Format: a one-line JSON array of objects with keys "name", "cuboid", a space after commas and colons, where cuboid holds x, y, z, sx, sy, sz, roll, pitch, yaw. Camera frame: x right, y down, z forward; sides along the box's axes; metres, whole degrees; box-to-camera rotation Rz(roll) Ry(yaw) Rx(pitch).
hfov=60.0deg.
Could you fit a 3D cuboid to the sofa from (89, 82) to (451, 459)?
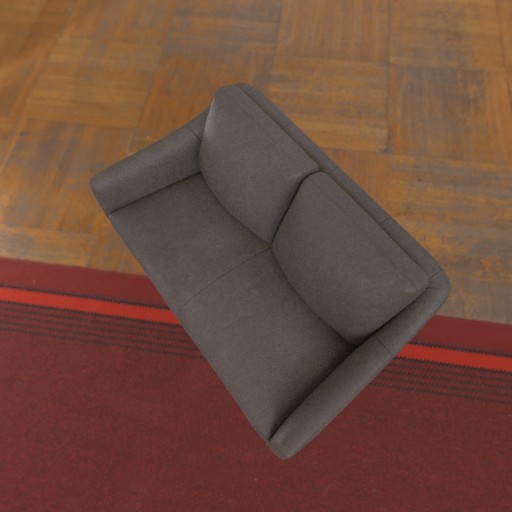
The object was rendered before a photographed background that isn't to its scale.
[{"name": "sofa", "cuboid": [0.000, 0.000, 2.190, 0.960, 0.902, 1.619, -34, 68, -16]}]
